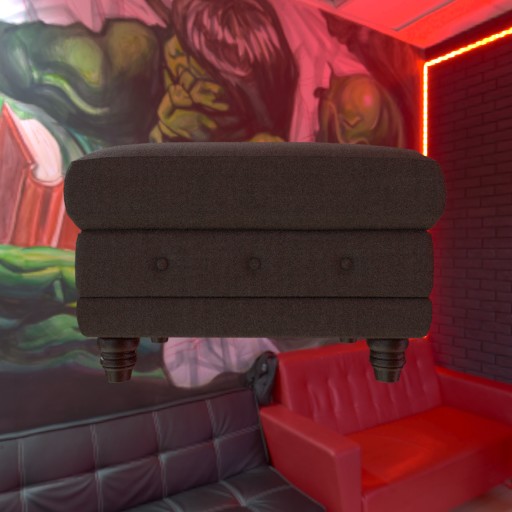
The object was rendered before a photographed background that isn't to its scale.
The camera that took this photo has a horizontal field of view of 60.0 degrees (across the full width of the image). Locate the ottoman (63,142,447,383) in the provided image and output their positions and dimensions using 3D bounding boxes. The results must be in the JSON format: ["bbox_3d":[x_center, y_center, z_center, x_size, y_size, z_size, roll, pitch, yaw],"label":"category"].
[{"bbox_3d":[0.000,0.000,1.204,0.809,0.555,0.599,0,0,0],"label":"ottoman"}]
